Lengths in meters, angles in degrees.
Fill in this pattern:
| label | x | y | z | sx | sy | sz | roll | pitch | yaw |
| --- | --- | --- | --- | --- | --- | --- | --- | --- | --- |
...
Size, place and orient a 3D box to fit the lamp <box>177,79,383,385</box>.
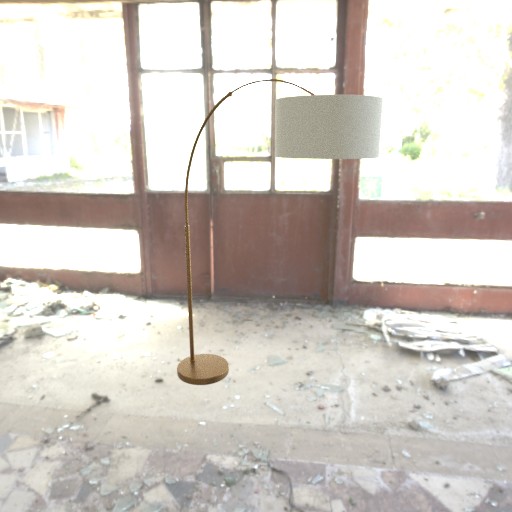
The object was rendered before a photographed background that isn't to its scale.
| label | x | y | z | sx | sy | sz | roll | pitch | yaw |
| --- | --- | --- | --- | --- | --- | --- | --- | --- | --- |
| lamp | 0.000 | 0.000 | 2.599 | 1.434 | 1.927 | 0.493 | 14 | 20 | 42 |
